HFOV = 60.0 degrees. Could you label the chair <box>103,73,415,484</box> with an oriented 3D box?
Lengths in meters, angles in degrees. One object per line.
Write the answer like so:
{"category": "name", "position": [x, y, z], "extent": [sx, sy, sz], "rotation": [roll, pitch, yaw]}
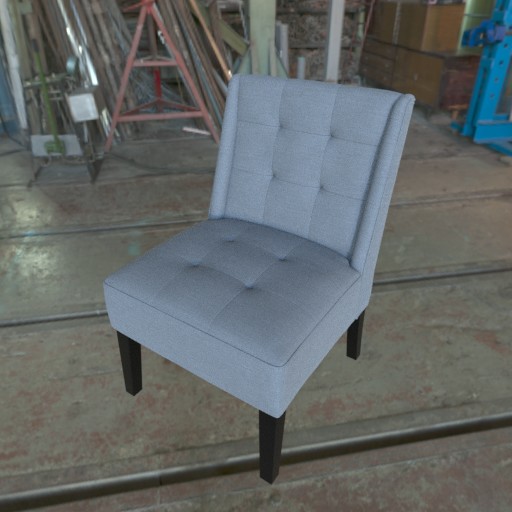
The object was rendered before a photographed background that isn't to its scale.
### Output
{"category": "chair", "position": [0.000, 0.000, 1.259], "extent": [0.569, 0.853, 0.676], "rotation": [20, 37, 28]}
